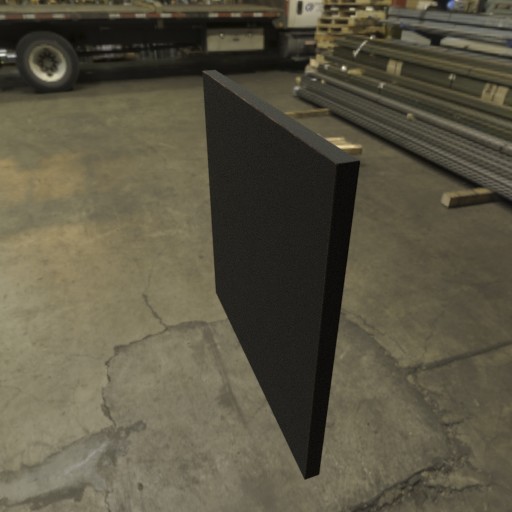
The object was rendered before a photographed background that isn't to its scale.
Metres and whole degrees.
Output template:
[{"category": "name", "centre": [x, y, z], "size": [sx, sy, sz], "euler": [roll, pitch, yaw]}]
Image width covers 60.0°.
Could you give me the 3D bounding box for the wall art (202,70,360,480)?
[{"category": "wall art", "centre": [0.000, 0.000, 1.126], "size": [0.038, 0.762, 0.762], "euler": [-11, 34, -17]}]
